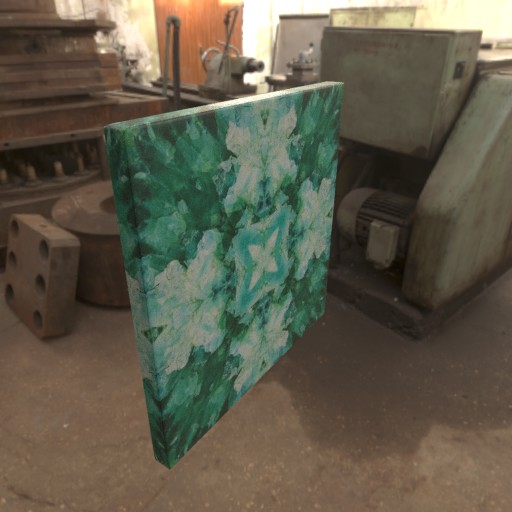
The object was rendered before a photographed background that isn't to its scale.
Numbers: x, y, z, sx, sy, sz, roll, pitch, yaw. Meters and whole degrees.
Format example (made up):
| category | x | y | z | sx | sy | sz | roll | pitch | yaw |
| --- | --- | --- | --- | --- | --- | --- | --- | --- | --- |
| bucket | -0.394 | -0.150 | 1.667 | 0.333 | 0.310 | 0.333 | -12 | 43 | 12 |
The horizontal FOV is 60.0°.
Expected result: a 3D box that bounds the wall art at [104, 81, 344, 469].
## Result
| category | x | y | z | sx | sy | sz | roll | pitch | yaw |
| --- | --- | --- | --- | --- | --- | --- | --- | --- | --- |
| wall art | 0.000 | 0.000 | 0.747 | 0.038 | 0.508 | 0.507 | 18 | 32 | 31 |
